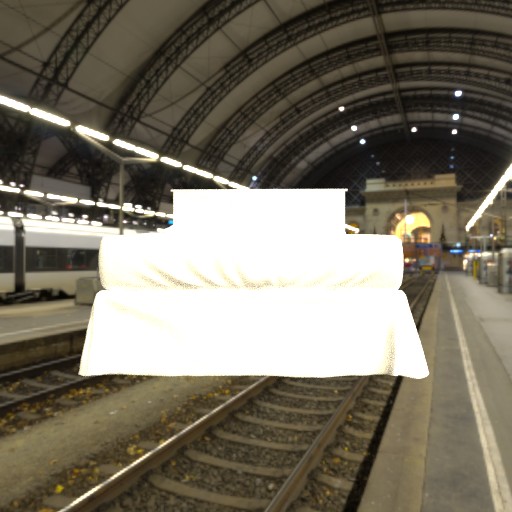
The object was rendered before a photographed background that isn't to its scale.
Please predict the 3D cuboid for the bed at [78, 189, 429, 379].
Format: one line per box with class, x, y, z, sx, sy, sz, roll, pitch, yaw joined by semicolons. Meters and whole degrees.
bed;0.000;0.000;3.199;1.876;1.269;2.047;0;-1;2
